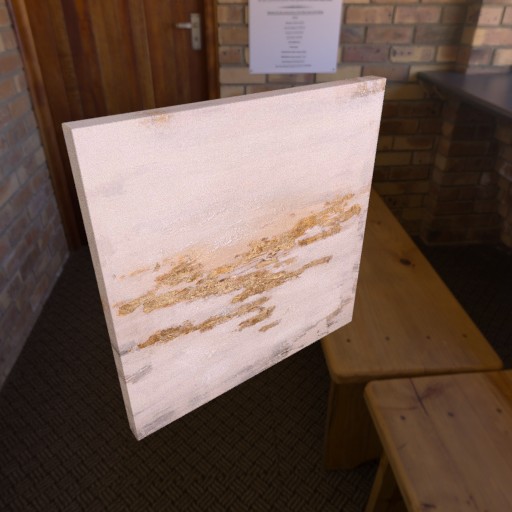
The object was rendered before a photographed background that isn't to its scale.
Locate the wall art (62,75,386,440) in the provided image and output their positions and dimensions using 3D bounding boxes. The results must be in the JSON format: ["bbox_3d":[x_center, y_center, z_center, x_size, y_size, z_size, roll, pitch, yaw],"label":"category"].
[{"bbox_3d":[0.000,0.000,0.884,0.611,0.613,0.040,-21,37,-31],"label":"wall art"}]
